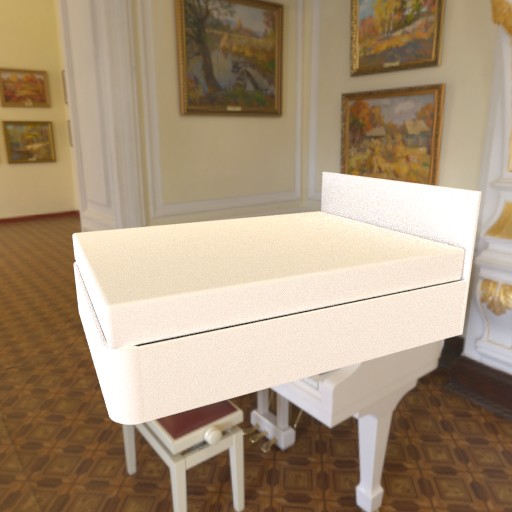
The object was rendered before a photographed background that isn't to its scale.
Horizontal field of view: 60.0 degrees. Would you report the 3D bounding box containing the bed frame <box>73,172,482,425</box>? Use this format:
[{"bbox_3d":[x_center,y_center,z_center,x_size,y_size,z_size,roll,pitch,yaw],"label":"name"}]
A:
[{"bbox_3d":[0.000,0.000,2.585,1.900,0.800,1.400,-7,17,-25],"label":"bed frame"}]
